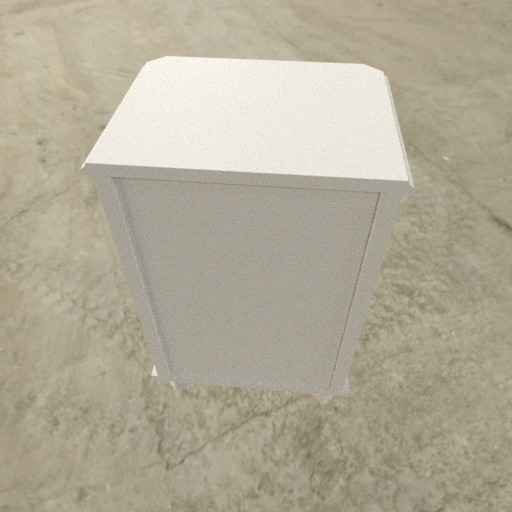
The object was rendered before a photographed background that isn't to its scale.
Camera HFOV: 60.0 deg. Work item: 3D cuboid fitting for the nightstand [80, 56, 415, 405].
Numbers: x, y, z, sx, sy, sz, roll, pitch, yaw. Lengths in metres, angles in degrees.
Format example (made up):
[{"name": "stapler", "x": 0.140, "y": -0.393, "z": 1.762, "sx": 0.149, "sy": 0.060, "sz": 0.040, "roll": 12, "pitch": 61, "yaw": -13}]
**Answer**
[{"name": "nightstand", "x": 0.000, "y": 0.000, "z": 0.927, "sx": 0.435, "sy": 0.681, "sz": 0.351, "roll": 4, "pitch": 47, "yaw": 4}]
